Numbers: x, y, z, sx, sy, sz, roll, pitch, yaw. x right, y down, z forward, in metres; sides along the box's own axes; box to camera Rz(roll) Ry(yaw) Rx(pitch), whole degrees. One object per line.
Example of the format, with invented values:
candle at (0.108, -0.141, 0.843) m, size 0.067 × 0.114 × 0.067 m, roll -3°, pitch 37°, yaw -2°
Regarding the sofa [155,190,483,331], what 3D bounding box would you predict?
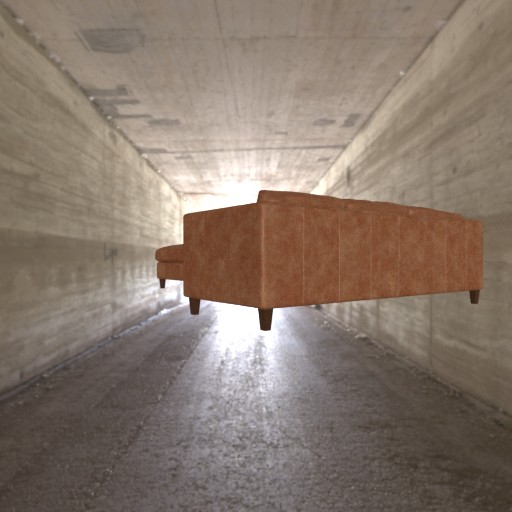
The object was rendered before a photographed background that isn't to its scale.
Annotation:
sofa at (0.000, 0.000, 4.502) m, size 2.430 × 0.832 × 3.401 m, roll 0°, pitch 0°, yaw -36°
